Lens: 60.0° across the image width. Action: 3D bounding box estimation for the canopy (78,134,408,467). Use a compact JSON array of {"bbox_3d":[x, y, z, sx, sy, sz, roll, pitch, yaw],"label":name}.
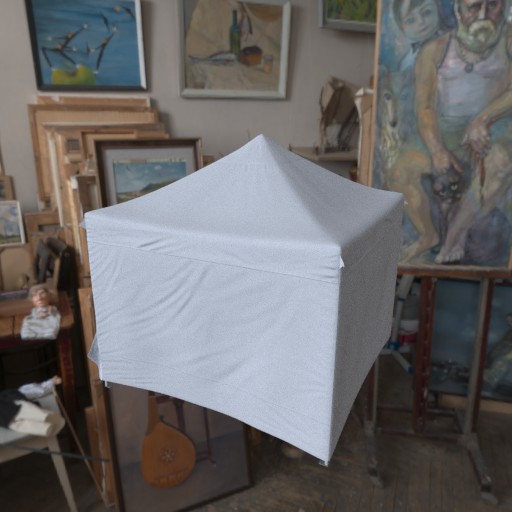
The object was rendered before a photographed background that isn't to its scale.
[{"bbox_3d":[0.000,0.000,5.654,3.121,2.997,3.043,9,20,26],"label":"canopy"}]
